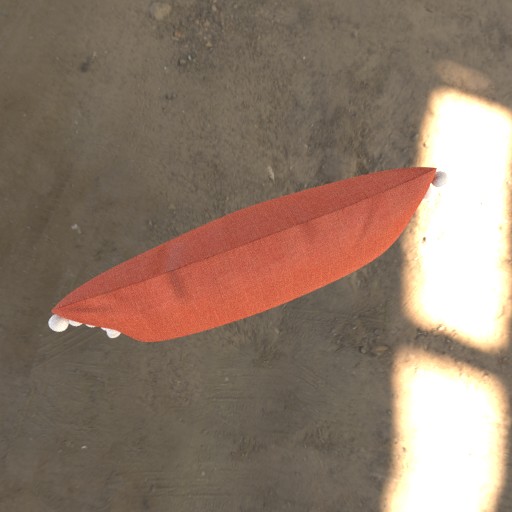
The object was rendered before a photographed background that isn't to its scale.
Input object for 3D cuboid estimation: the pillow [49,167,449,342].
[{"bbox_3d":[0.000,0.000,0.849,0.709,0.322,0.201,-21,77,-5],"label":"pillow"}]
